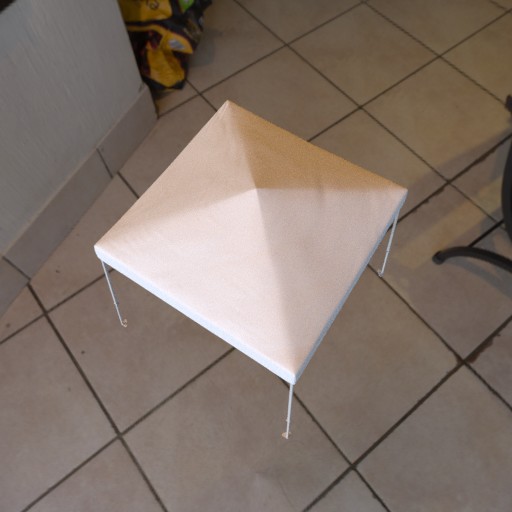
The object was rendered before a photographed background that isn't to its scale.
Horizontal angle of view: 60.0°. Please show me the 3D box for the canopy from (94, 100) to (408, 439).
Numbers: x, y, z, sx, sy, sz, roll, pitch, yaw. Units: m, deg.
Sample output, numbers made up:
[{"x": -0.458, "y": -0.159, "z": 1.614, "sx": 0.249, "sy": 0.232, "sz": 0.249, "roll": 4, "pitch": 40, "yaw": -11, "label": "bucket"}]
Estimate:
[{"x": 0.000, "y": 0.000, "z": 5.383, "sx": 2.848, "sy": 2.849, "sz": 2.849, "roll": 30, "pitch": 68, "yaw": 14, "label": "canopy"}]
